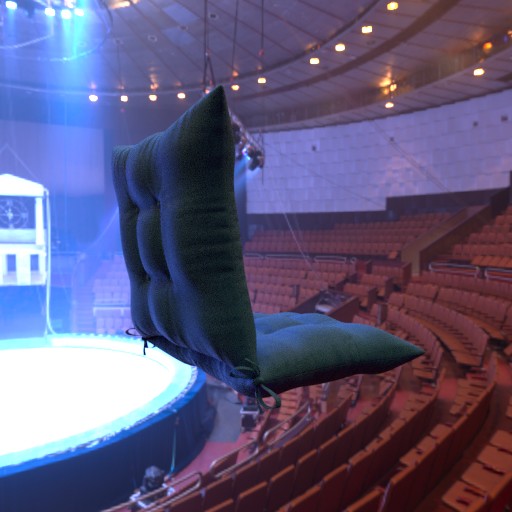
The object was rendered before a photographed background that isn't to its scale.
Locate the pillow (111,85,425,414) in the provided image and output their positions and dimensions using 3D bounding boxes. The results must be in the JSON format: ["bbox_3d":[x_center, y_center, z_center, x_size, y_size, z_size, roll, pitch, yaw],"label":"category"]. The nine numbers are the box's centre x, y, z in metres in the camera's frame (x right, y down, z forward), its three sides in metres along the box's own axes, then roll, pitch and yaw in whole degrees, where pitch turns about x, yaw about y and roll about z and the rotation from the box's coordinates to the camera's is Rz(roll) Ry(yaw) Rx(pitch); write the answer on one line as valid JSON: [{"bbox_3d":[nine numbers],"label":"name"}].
[{"bbox_3d":[0.000,0.000,1.024,0.585,0.536,0.541,0,0,-35],"label":"pillow"}]
